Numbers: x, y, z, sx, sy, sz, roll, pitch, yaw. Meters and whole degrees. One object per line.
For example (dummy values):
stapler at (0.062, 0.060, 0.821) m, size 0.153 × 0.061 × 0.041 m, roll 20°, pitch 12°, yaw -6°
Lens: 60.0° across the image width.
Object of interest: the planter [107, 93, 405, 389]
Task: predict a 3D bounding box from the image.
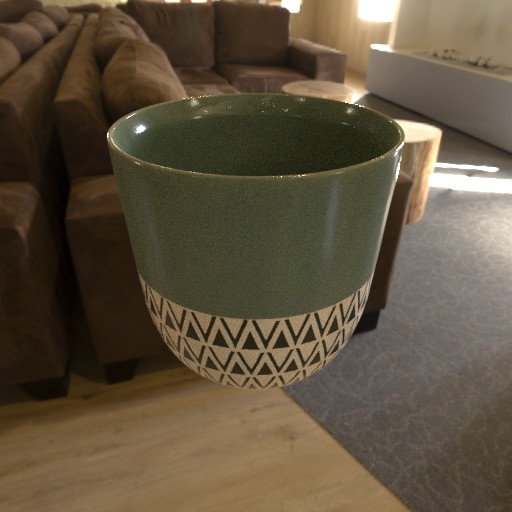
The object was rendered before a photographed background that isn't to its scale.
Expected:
planter at (0.000, 0.000, 0.362) m, size 0.198 × 0.214 × 0.198 m, roll 0°, pitch 32°, yaw 0°
